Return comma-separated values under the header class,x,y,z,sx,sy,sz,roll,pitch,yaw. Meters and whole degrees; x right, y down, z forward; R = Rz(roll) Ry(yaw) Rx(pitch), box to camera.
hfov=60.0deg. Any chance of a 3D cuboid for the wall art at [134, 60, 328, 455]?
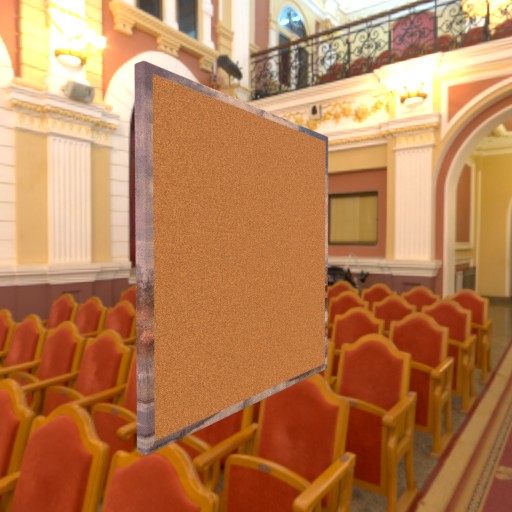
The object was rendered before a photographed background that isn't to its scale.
class,x,y,z,sx,sy,sz,roll,pitch,yaw
wall art,0.000,0.000,1.556,0.040,1.020,1.010,1,2,37
